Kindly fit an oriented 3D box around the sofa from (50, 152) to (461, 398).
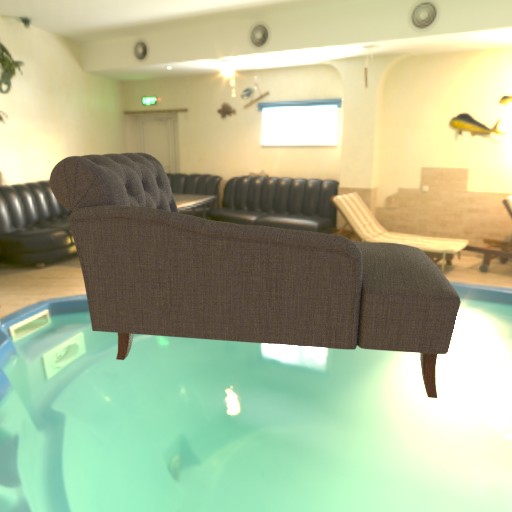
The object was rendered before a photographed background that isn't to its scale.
[{"bbox_3d":[0.000,0.000,1.759,1.379,0.787,0.675,2,15,9],"label":"sofa"}]
